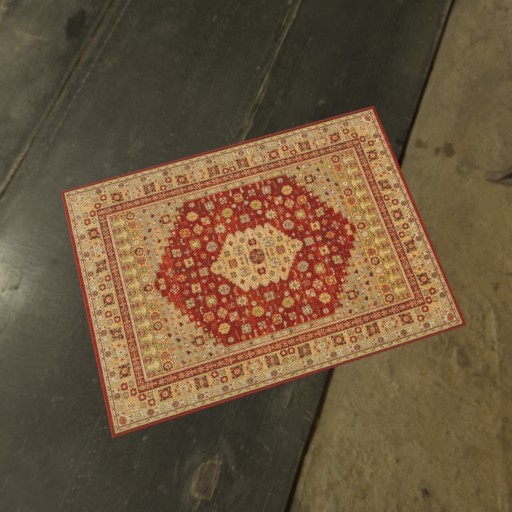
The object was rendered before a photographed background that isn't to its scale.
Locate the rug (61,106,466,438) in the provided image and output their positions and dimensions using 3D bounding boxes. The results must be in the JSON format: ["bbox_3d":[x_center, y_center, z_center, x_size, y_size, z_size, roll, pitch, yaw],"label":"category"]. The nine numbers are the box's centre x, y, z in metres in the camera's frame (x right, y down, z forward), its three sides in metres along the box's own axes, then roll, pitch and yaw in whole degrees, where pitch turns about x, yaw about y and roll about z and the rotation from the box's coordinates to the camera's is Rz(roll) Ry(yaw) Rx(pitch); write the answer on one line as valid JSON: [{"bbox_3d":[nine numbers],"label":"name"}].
[{"bbox_3d":[0.000,0.000,2.828,2.211,0.013,1.593,-16,76,-4],"label":"rug"}]
